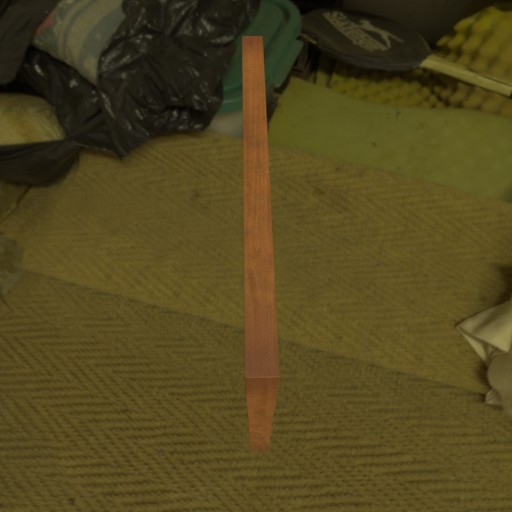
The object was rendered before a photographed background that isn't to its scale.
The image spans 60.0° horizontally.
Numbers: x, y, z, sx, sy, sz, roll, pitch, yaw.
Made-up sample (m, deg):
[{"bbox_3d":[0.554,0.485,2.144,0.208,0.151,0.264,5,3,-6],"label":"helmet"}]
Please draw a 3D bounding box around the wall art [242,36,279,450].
[{"bbox_3d":[0.000,0.000,0.768,0.033,0.457,0.558,-1,58,-1],"label":"wall art"}]
